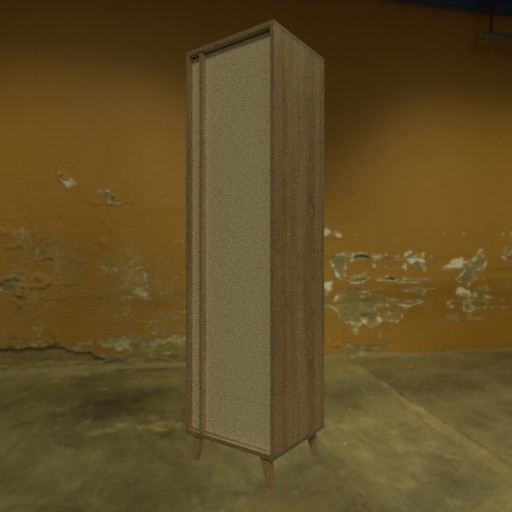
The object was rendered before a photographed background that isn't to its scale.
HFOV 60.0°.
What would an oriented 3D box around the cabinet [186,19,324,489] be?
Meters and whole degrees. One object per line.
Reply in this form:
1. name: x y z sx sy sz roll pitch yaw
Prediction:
1. cabinet: 0.000 0.000 2.166 0.510 1.960 0.450 0 0 36
